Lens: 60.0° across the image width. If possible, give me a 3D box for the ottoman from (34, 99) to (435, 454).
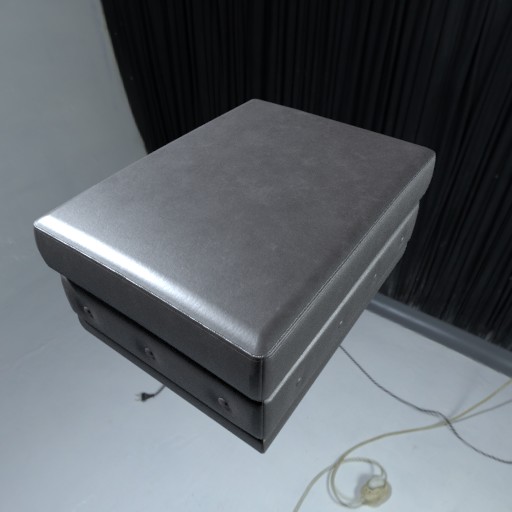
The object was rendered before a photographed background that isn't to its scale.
[{"bbox_3d":[0.000,0.000,1.153,0.590,0.498,0.795,25,48,26],"label":"ottoman"}]
